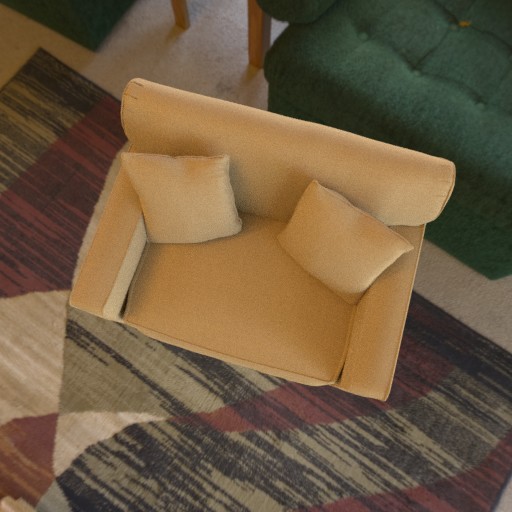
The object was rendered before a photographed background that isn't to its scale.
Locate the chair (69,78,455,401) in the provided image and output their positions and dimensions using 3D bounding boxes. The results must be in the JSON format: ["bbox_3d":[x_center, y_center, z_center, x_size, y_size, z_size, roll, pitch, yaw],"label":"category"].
[{"bbox_3d":[0.000,0.000,2.068,1.383,0.948,1.000,16,77,4],"label":"chair"}]
